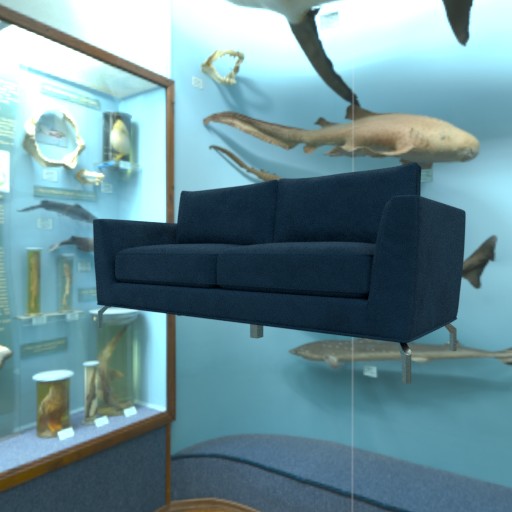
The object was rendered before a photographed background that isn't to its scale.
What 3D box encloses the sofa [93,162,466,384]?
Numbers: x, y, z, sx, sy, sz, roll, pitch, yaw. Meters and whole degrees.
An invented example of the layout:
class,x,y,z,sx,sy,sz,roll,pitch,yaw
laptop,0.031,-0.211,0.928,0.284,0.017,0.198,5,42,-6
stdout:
class,x,y,z,sx,sy,sz,roll,pitch,yaw
sofa,0.000,0.000,2.716,2.212,0.998,0.853,0,1,37
